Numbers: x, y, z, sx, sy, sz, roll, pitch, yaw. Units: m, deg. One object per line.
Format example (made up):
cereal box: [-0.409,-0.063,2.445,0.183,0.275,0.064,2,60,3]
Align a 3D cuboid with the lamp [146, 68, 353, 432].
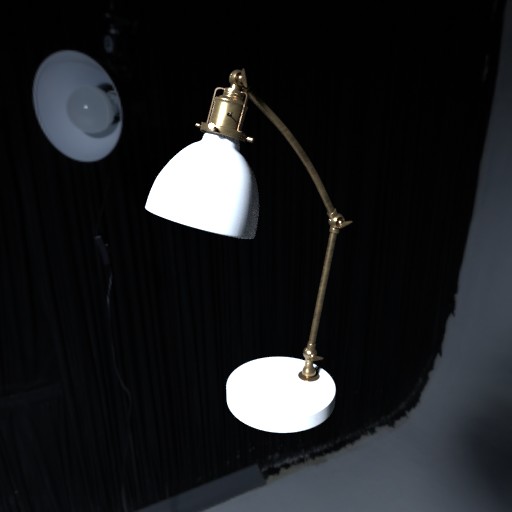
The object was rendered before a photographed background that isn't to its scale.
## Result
lamp: [0.000,0.000,0.673,0.317,0.522,0.186,-8,18,-24]
